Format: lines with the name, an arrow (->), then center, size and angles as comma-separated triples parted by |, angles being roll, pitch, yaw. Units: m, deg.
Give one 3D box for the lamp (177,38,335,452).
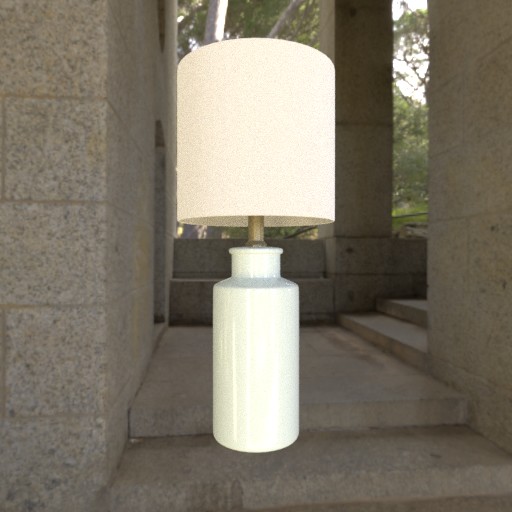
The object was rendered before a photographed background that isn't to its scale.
lamp -> 0.000, 0.000, 0.606 | 0.212, 0.493, 0.212 | 0, 0, -35
